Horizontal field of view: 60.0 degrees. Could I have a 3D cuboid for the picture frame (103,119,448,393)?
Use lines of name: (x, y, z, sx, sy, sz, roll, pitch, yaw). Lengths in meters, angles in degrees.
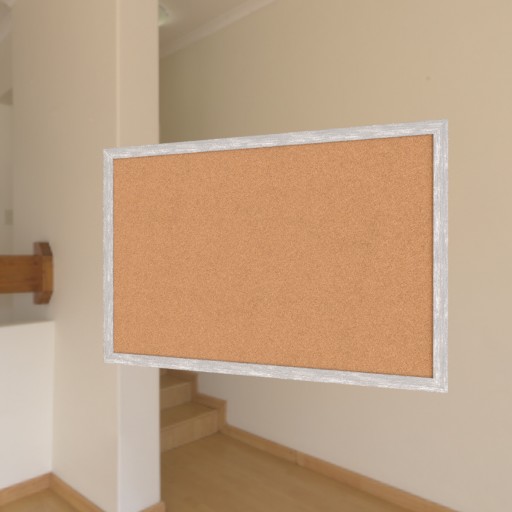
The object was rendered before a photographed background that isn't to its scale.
picture frame: (0.000, 0.000, 1.194, 0.950, 0.640, 0.029, 0, 0, 18)
